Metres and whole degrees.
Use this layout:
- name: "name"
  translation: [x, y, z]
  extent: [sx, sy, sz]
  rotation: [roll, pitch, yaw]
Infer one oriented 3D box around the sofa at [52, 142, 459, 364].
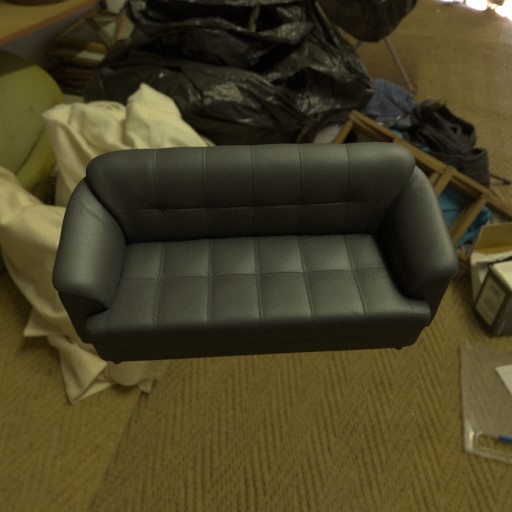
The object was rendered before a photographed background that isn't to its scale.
- name: "sofa"
  translation: [0.000, 0.000, 2.236]
  extent: [1.829, 0.811, 0.800]
  rotation: [-2, 47, -2]
